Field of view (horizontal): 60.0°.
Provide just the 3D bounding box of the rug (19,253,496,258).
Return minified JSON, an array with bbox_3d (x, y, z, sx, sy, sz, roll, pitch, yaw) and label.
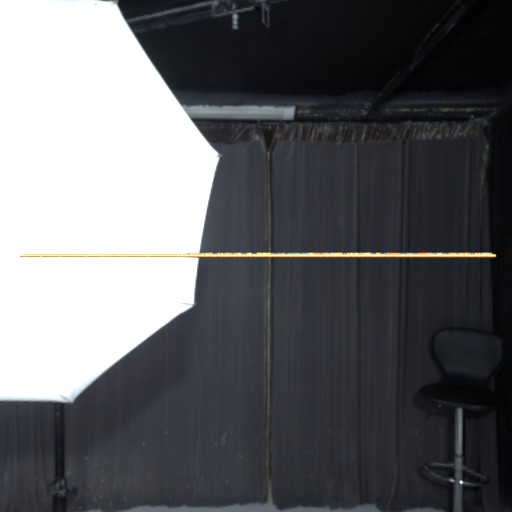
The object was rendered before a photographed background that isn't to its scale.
[{"bbox_3d":[0.000,0.000,4.029,3.040,0.031,2.435,0,0,-1],"label":"rug"}]
